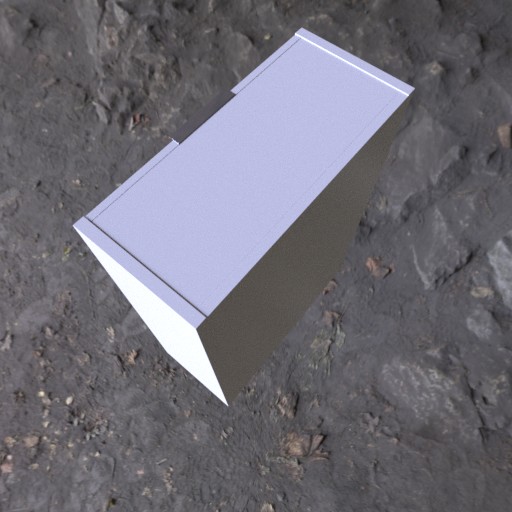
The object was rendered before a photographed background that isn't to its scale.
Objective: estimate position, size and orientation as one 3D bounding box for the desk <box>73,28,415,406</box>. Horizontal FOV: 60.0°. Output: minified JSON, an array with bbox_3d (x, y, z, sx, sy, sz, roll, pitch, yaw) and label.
[{"bbox_3d":[0.000,0.000,1.618,0.390,1.190,0.850,37,69,16],"label":"desk"}]
